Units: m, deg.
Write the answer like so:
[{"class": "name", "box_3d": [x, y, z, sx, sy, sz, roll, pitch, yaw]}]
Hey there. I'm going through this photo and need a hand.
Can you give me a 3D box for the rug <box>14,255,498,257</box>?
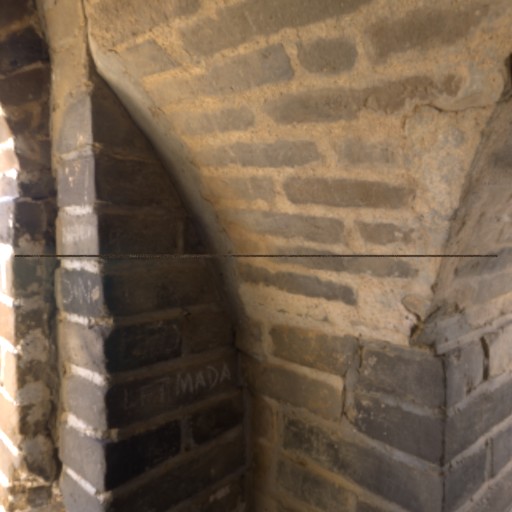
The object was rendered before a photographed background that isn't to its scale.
[{"class": "rug", "box_3d": [0.000, 0.000, 2.709, 2.134, 0.010, 1.524, 0, 0, 0]}]
